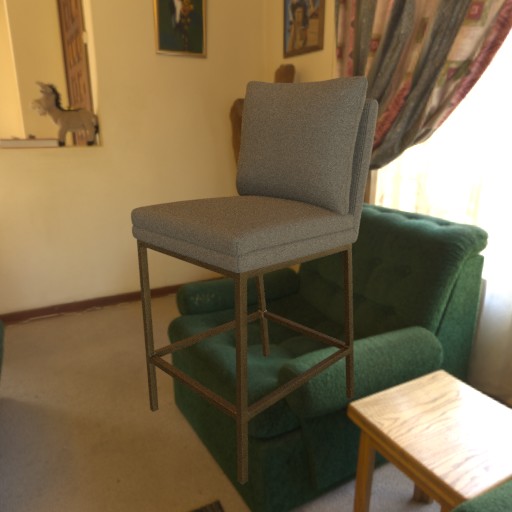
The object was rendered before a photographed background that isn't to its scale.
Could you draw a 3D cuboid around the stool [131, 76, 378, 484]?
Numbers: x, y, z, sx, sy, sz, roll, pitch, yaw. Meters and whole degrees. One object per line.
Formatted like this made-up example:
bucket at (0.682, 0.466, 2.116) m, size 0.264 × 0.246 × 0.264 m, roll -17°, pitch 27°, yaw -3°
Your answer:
stool at (0.000, 0.000, 1.333) m, size 0.569 × 1.030 × 0.463 m, roll -16°, pitch 23°, yaw -42°
